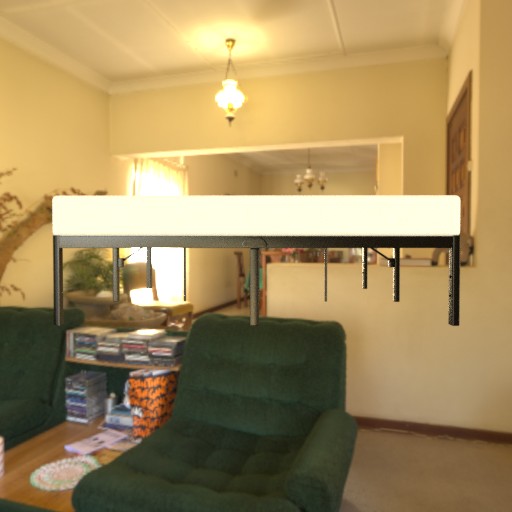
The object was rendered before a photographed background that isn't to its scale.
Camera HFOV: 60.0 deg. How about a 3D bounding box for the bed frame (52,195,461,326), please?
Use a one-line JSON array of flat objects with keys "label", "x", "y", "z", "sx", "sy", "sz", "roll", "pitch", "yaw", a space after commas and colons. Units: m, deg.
[{"label": "bed frame", "x": 0.000, "y": 0.000, "z": 3.205, "sx": 2.079, "sy": 0.659, "sz": 1.963, "roll": 0, "pitch": 1, "yaw": 0}]
